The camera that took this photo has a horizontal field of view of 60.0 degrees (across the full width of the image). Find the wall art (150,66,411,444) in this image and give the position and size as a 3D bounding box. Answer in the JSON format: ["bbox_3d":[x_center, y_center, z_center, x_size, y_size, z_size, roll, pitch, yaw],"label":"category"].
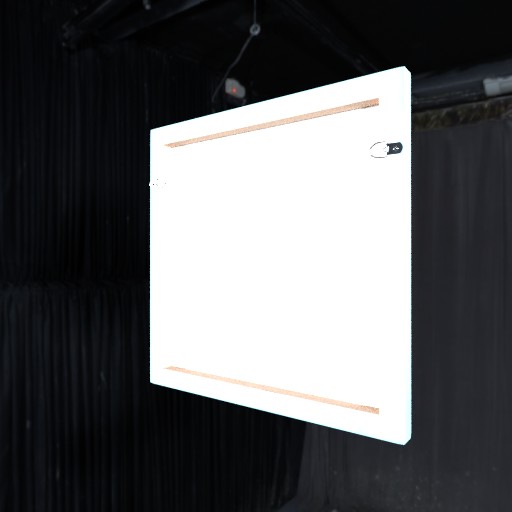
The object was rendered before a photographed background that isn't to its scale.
[{"bbox_3d":[0.000,0.000,1.583,1.071,1.073,0.070,0,0,36],"label":"wall art"}]
